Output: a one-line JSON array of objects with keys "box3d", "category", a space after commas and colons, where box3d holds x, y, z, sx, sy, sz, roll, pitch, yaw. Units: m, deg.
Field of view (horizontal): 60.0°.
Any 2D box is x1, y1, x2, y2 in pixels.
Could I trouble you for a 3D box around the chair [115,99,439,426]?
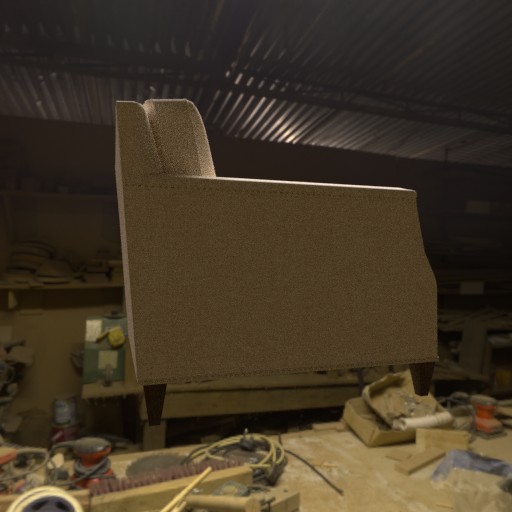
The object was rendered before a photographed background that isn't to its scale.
[{"box3d": [0.000, 0.000, 1.715, 1.041, 0.940, 0.838, 0, -1, -18], "category": "chair"}]
